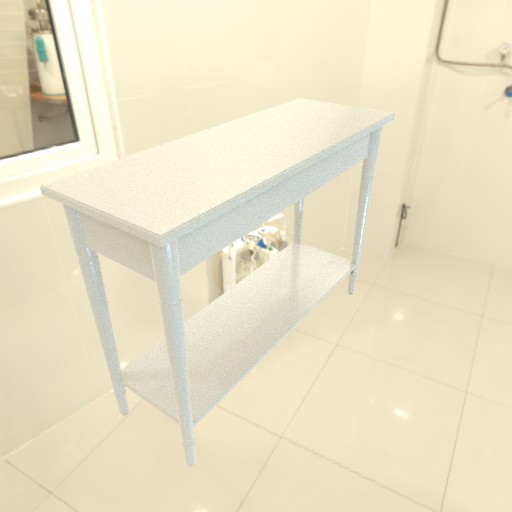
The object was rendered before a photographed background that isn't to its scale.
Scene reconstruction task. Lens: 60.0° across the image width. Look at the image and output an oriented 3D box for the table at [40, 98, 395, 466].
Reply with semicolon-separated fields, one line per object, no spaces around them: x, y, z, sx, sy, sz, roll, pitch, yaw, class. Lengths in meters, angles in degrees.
0.000;0.000;1.426;0.381;0.749;1.067;21;38;31;table
